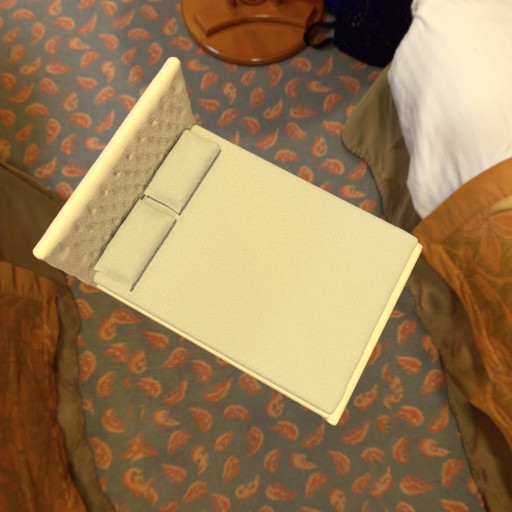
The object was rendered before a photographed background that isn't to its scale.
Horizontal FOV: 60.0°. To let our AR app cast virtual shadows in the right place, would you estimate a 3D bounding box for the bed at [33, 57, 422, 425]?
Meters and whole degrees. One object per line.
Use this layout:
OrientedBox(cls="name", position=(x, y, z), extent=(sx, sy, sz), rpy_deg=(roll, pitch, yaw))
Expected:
OrientedBox(cls="bed", position=(0.000, 0.000, 3.528), extent=(2.387, 1.427, 1.698), rpy_deg=(29, 78, 7))
